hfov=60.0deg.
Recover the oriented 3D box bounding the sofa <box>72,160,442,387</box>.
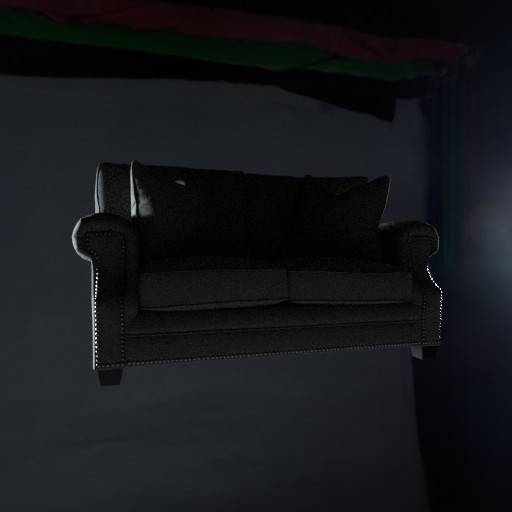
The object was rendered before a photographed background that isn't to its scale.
[{"bbox_3d":[0.000,0.000,2.285,1.701,0.966,0.966,0,0,-17],"label":"sofa"}]
